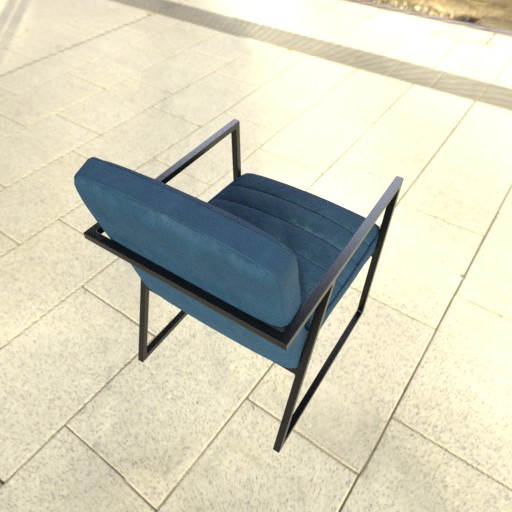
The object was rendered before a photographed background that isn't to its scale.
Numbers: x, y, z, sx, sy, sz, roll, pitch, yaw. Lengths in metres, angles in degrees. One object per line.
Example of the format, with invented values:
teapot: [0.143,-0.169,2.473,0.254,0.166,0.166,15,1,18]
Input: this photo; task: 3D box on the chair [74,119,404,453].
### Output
chair: [0.000,0.000,1.296,0.571,0.833,0.677,26,52,22]
